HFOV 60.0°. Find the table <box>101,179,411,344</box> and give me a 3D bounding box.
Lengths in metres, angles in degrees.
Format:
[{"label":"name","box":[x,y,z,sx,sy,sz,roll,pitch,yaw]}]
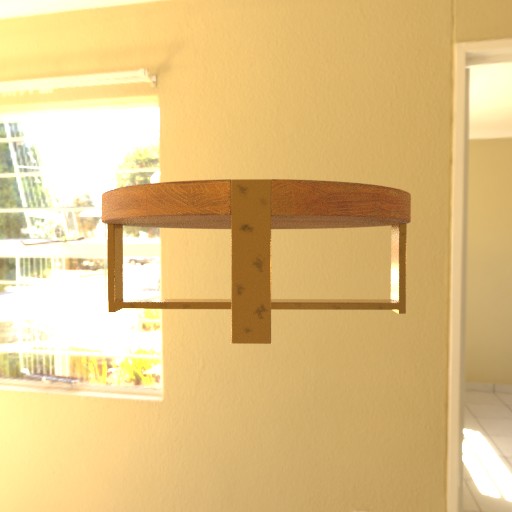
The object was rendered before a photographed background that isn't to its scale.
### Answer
[{"label":"table","box":[0.000,0.000,1.679,1.100,0.420,1.100,0,2,0]}]
